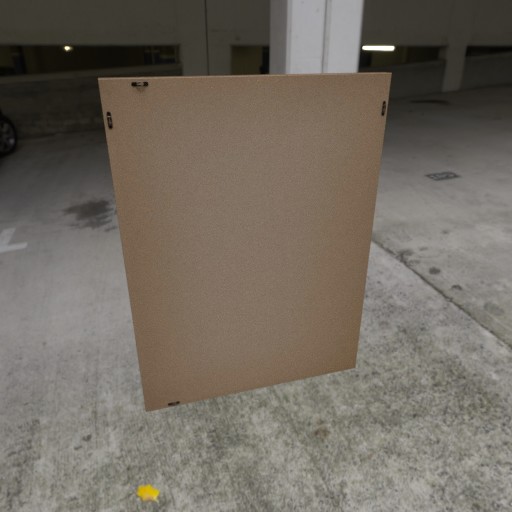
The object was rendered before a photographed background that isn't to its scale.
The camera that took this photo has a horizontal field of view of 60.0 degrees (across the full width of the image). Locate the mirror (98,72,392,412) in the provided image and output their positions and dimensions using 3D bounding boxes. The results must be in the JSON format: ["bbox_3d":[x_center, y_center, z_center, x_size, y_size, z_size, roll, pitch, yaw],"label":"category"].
[{"bbox_3d":[0.000,0.000,1.343,0.762,1.016,0.041,-7,27,-15],"label":"mirror"}]
